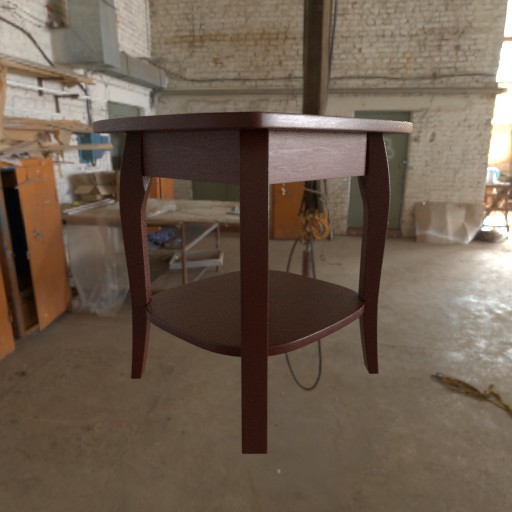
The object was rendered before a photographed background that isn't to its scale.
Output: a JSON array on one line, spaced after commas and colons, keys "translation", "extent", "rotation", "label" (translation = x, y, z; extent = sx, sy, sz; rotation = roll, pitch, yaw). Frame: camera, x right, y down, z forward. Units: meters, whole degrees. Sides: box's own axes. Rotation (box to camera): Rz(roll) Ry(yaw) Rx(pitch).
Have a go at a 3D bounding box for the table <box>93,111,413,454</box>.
[{"translation": [0.000, 0.000, 0.859], "extent": [0.433, 0.496, 0.502], "rotation": [13, 19, 43], "label": "table"}]
